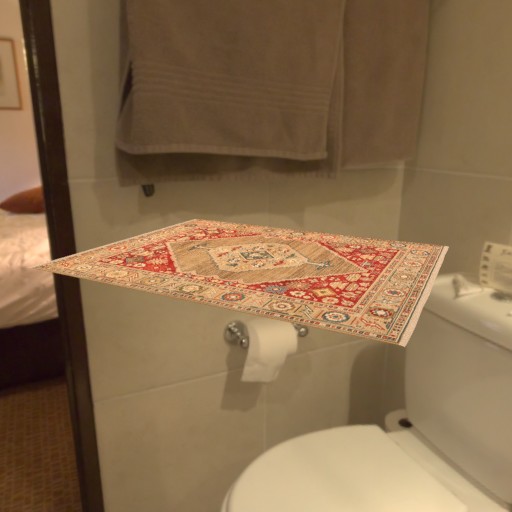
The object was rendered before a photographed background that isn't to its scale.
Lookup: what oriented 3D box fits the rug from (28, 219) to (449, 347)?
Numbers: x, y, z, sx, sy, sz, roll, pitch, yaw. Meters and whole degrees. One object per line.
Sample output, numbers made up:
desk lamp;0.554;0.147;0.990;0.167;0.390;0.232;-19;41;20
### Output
rug;0.000;0.000;4.152;3.143;0.008;2.451;8;18;27
